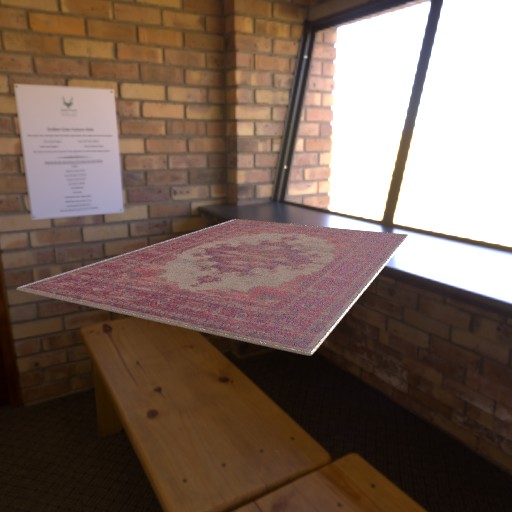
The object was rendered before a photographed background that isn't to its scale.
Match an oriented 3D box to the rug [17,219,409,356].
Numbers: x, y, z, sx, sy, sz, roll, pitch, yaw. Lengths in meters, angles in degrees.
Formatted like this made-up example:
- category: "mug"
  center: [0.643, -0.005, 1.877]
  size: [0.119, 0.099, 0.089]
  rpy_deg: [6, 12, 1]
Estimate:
- category: "rug"
  center: [0.000, 0.000, 3.645]
  size: [2.005, 0.014, 2.878]
  rpy_deg: [7, 16, 26]
